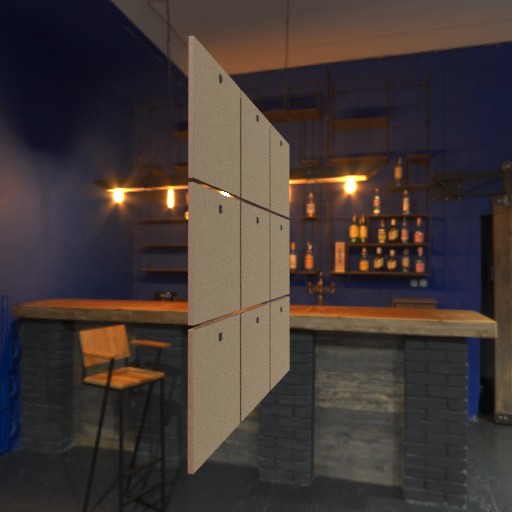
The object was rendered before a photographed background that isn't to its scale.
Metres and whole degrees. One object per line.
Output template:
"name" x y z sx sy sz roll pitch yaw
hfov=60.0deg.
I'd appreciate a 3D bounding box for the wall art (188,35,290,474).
"wall art" 0.000 0.000 1.347 0.018 0.904 0.906 0 -1 17
